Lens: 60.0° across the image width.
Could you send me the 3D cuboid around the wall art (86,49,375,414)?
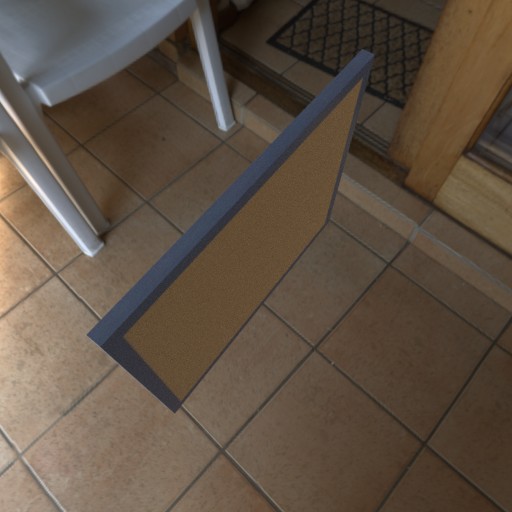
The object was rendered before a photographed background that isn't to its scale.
[{"bbox_3d":[0.000,0.000,0.911,0.026,0.558,0.660,34,68,16],"label":"wall art"}]
